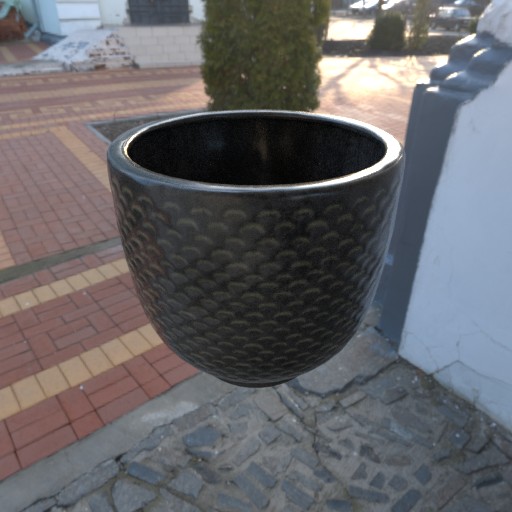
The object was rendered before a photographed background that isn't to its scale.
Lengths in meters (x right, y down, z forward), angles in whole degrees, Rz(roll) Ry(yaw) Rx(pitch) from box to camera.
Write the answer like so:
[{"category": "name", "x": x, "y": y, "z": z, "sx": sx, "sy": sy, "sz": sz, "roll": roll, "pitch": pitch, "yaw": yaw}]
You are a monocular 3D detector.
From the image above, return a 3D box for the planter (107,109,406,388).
[{"category": "planter", "x": 0.000, "y": 0.000, "z": 0.302, "sx": 0.172, "sy": 0.160, "sz": 0.172, "roll": 0, "pitch": 30, "yaw": 0}]
